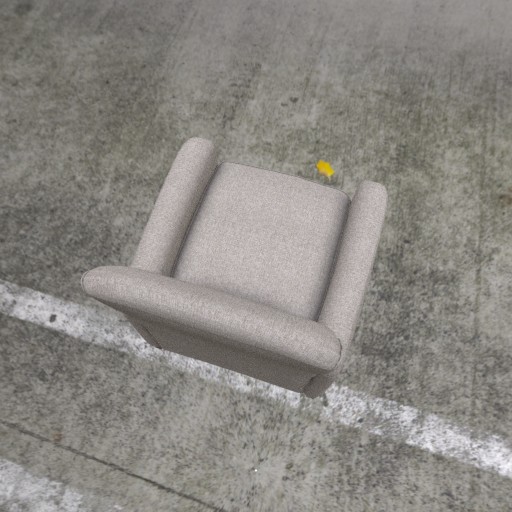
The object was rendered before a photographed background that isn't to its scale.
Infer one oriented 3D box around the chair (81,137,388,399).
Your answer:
[{"bbox_3d":[0.000,0.000,1.657,0.848,1.014,0.864,16,65,8],"label":"chair"}]
